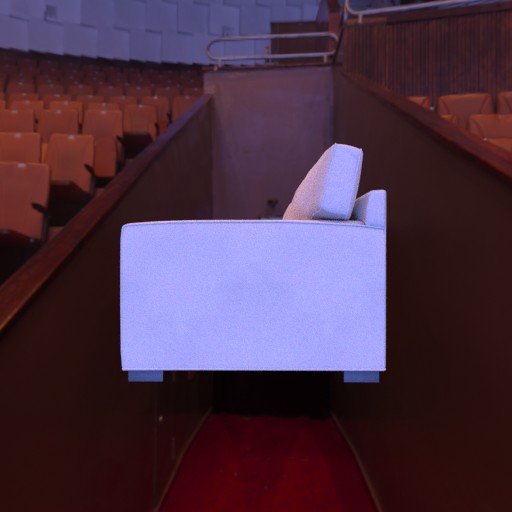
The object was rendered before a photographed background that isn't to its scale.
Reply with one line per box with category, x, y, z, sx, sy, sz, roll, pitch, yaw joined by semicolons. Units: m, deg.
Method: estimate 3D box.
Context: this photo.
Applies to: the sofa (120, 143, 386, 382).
sofa;0.000;0.000;2.578;0.935;0.862;2.088;0;1;1
